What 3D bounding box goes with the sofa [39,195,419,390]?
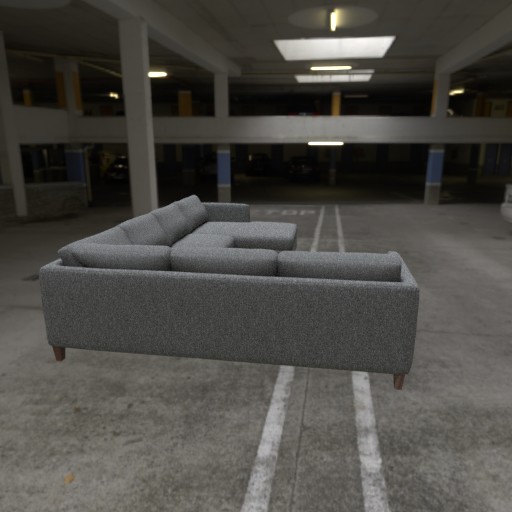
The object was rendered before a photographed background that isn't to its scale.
[{"bbox_3d":[0.000,0.000,4.422,2.551,0.853,3.238,2,15,9],"label":"sofa"}]
